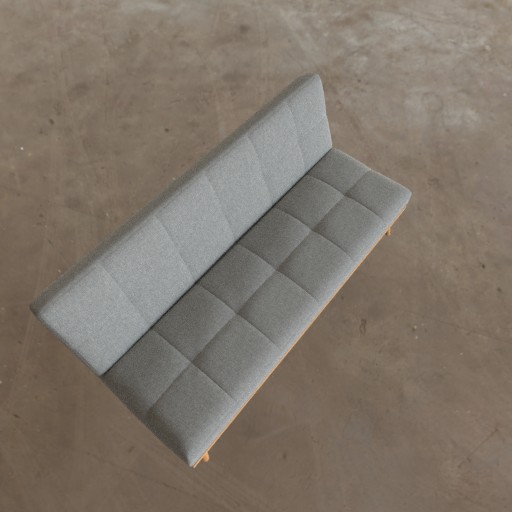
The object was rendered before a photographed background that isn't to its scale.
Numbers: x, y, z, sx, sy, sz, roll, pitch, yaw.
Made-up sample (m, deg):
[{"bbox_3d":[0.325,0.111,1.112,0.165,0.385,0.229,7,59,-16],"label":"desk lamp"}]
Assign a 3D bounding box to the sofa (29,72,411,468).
[{"bbox_3d":[0.000,0.000,2.217,0.800,0.800,1.820,35,65,19],"label":"sofa"}]
